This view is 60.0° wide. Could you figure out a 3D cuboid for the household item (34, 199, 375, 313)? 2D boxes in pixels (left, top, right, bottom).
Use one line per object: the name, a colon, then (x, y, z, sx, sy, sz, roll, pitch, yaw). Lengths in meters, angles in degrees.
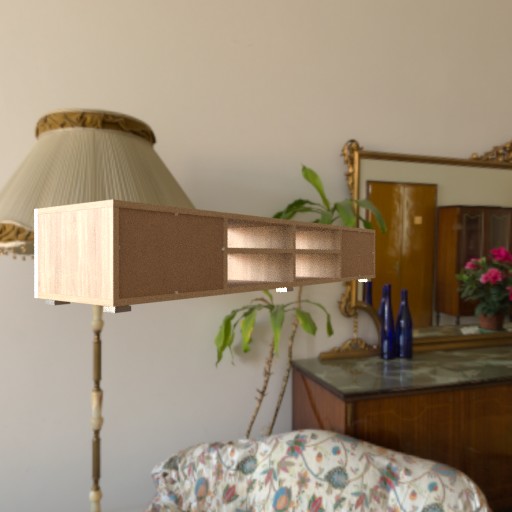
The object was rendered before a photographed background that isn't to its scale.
household item: (0.000, 0.000, 2.059, 0.420, 0.310, 1.850, 0, 0, 37)
